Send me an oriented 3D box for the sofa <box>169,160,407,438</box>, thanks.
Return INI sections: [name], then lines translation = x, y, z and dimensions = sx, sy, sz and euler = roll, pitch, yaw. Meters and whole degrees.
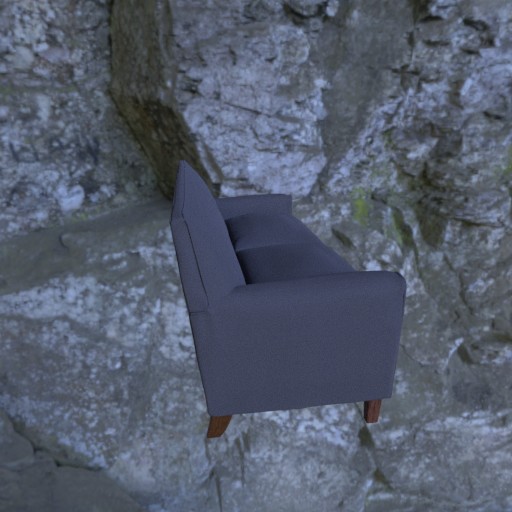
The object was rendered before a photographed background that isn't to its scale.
[sofa]
translation = 0.000, 0.000, 2.478
dimensions = 0.843, 0.907, 2.002
euler = -3, 17, -8
